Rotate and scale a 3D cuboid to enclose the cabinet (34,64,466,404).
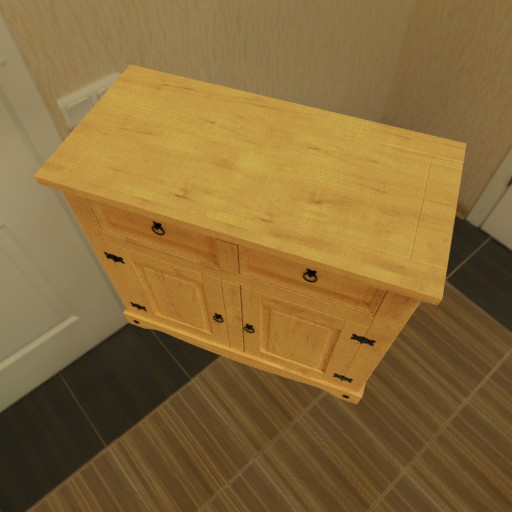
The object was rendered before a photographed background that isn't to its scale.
[{"bbox_3d":[0.000,0.000,1.396,0.920,0.840,0.450,17,59,11],"label":"cabinet"}]
